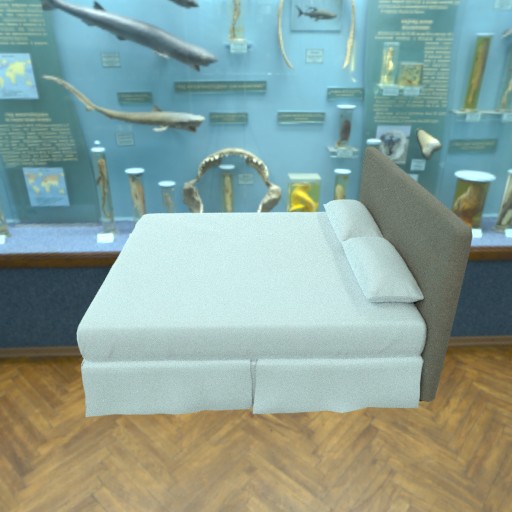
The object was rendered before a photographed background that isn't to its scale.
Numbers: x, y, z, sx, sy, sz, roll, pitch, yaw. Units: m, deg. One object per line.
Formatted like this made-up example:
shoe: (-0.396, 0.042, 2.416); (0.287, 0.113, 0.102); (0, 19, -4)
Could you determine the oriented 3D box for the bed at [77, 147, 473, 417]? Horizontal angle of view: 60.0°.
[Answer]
bed: (0.000, 0.000, 3.552); (2.341, 1.317, 2.119); (-1, 26, -1)
